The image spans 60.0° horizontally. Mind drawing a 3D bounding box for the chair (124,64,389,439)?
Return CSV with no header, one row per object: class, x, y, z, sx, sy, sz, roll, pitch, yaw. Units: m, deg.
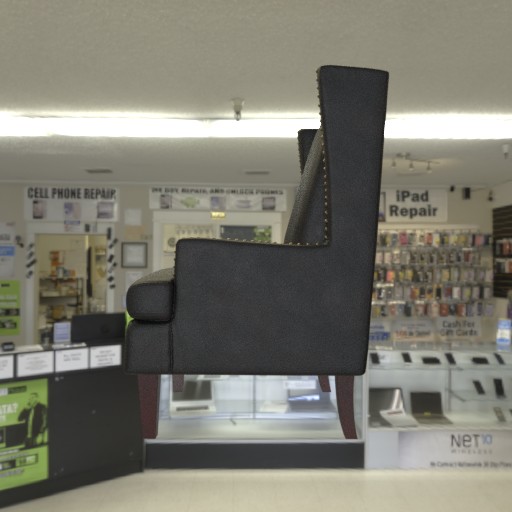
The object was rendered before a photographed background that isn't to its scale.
chair,0.000,0.000,1.645,0.799,1.142,0.703,0,-1,0
